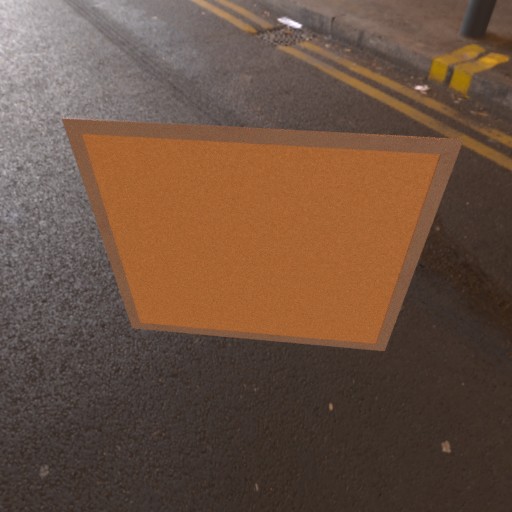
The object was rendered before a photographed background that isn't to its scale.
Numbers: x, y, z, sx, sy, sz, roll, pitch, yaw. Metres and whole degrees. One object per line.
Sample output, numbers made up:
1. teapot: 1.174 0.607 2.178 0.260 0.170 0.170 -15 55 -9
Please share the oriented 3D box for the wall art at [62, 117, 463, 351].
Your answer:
1. wall art: 0.000 0.000 1.671 1.168 1.067 0.025 4 45 4
